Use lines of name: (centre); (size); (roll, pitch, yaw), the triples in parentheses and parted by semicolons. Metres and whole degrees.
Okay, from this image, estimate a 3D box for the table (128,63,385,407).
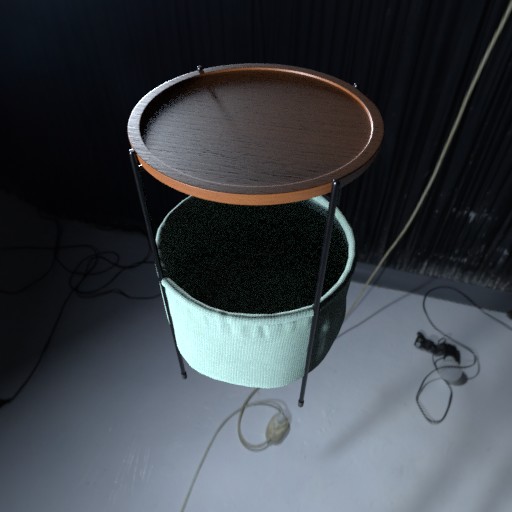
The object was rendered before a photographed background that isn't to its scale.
table: (0.000, 0.000, 0.899); (0.400, 0.623, 0.400); (10, 47, 10)
